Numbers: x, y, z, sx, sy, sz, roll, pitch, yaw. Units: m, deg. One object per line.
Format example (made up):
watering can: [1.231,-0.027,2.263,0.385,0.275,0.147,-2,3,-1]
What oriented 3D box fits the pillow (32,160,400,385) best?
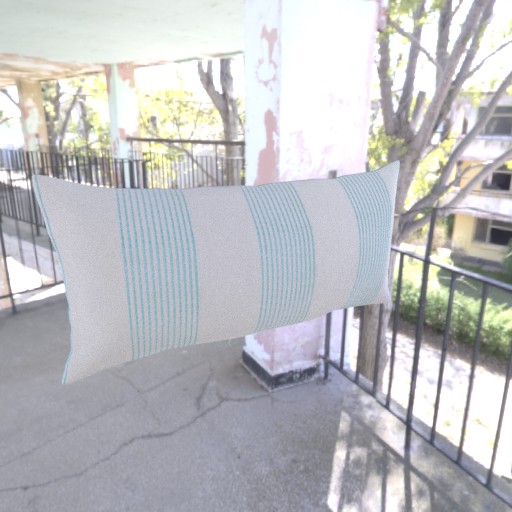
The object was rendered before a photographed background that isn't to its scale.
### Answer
pillow: [0.000,0.000,0.709,0.610,0.287,0.151,-9,18,-27]
